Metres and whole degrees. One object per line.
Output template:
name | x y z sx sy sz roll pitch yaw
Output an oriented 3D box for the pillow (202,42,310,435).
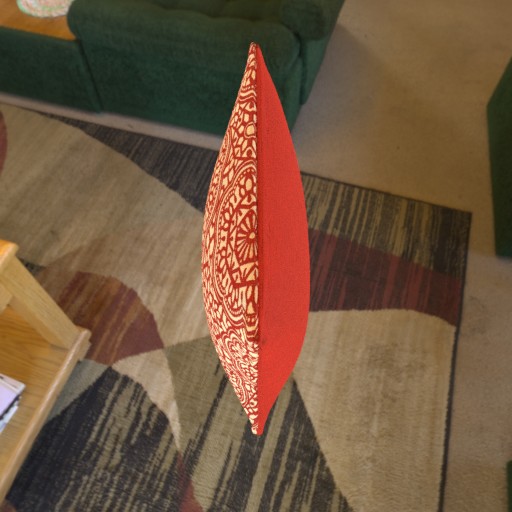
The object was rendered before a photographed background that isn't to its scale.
pillow | 0.000 0.000 0.667 0.162 0.419 0.438 0 58 0
